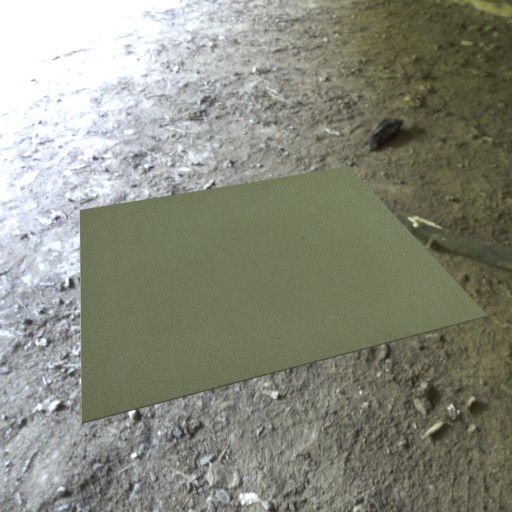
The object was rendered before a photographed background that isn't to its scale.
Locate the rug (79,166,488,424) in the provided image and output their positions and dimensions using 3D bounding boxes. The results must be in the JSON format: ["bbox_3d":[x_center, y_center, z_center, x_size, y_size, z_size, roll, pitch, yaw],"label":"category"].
[{"bbox_3d":[0.000,0.000,3.397,2.584,0.011,2.073,-11,42,-13],"label":"rug"}]
